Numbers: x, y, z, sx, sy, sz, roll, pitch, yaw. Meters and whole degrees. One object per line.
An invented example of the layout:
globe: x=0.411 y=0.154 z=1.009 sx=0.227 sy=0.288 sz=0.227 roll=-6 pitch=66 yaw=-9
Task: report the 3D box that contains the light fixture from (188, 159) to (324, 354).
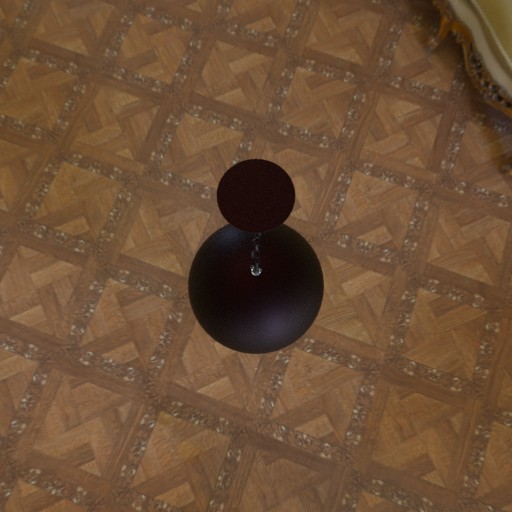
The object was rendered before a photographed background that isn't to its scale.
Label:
light fixture: x=0.000 y=0.000 z=1.198 sx=0.492 sy=0.869 sz=0.492 roll=18 pitch=76 yaw=5
